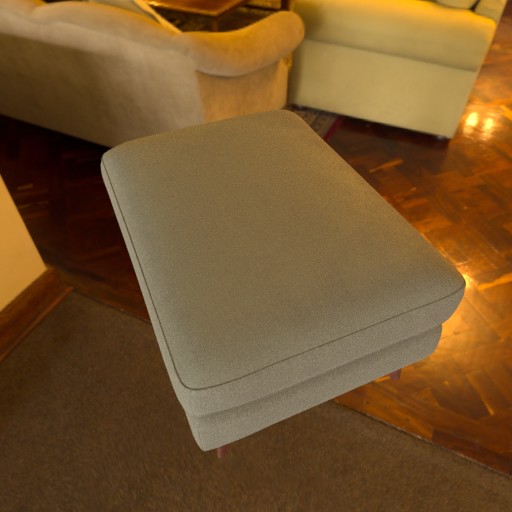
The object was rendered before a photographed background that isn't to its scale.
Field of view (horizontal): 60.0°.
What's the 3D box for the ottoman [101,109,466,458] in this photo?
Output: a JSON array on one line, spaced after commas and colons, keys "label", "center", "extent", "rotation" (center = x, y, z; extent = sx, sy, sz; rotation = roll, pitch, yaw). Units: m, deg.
[{"label": "ottoman", "center": [0.000, 0.000, 1.147], "extent": [0.608, 0.449, 0.811], "rotation": [-17, 48, -16]}]
